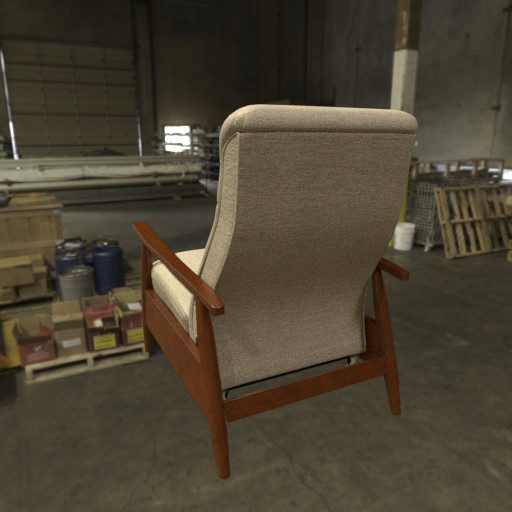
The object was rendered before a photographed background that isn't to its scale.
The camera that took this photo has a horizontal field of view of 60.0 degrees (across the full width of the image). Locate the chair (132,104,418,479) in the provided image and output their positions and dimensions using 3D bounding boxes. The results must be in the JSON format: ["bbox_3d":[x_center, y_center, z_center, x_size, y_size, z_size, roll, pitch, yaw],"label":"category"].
[{"bbox_3d":[0.000,0.000,1.780,0.762,1.082,1.014,-7,16,-26],"label":"chair"}]
